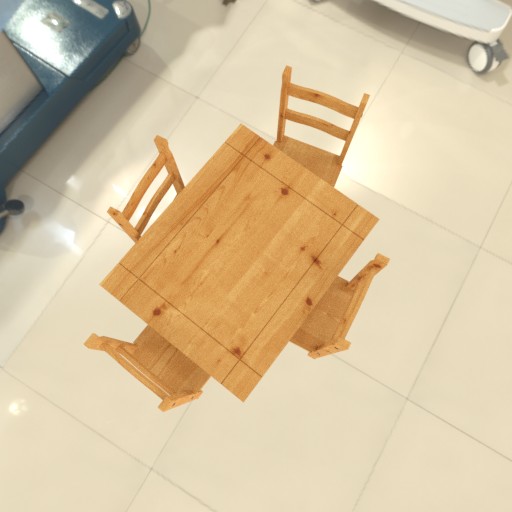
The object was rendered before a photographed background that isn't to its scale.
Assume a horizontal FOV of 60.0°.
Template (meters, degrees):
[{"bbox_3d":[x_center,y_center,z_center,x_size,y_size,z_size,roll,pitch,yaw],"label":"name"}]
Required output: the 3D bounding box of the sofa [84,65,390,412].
[{"bbox_3d":[0.000,0.000,2.223,1.144,1.000,1.529,37,78,9],"label":"sofa"}]
